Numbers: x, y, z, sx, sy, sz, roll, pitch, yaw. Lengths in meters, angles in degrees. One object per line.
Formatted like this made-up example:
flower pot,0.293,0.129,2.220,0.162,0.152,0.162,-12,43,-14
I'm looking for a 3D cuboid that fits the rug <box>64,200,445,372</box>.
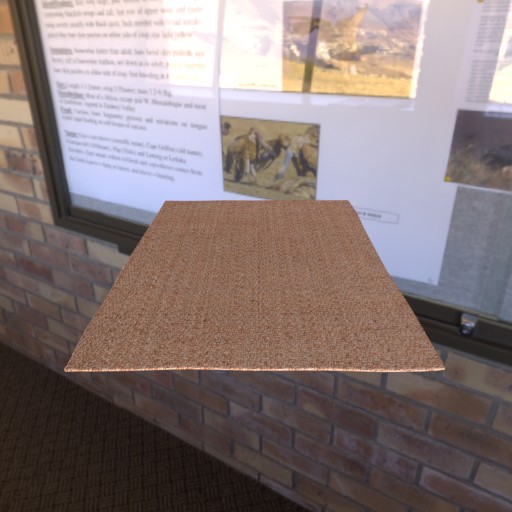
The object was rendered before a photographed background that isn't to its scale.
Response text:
rug,0.000,0.000,2.729,1.566,0.013,2.141,0,26,0
